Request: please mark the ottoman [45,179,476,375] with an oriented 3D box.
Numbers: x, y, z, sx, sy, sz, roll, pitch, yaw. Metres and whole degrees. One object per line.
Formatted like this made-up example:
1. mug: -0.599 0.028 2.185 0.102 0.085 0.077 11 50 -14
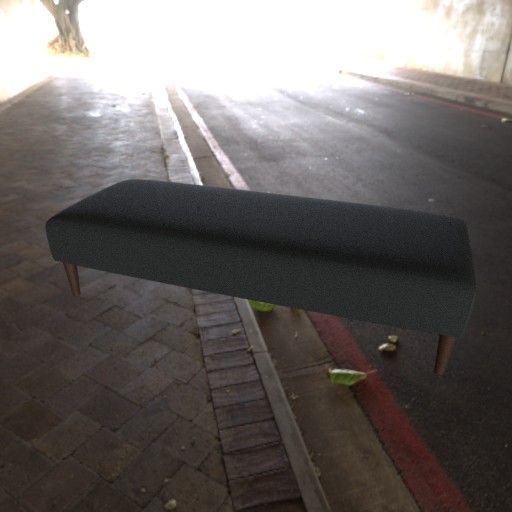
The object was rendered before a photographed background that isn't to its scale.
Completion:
1. ottoman: 0.000 0.000 1.872 1.609 0.393 0.646 9 29 17
